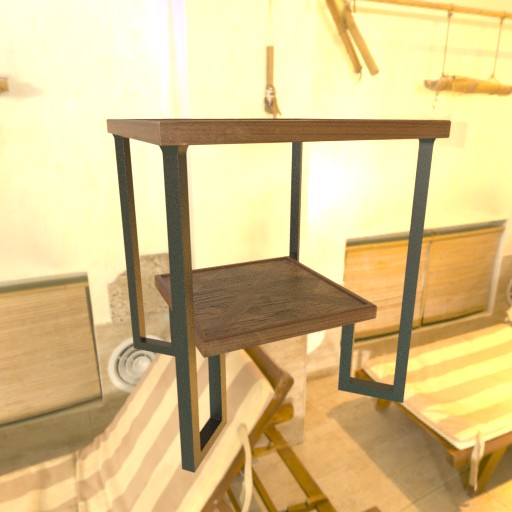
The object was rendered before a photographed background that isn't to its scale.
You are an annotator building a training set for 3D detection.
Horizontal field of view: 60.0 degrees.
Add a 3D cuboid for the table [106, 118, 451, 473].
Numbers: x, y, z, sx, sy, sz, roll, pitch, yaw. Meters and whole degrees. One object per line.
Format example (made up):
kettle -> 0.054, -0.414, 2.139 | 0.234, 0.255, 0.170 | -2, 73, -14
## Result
table -> 0.000, 0.000, 0.956 | 0.503, 0.563, 0.503 | -8, 19, -24
